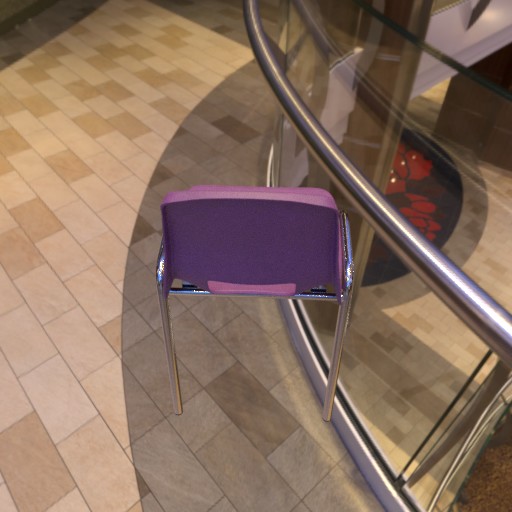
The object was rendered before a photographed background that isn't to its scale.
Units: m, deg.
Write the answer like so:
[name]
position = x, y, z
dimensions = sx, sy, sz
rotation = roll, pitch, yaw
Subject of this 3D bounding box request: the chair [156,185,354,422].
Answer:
[chair]
position = 0.000, 0.000, 0.902
dimensions = 0.381, 0.654, 0.432
rotation = 2, 46, 2
